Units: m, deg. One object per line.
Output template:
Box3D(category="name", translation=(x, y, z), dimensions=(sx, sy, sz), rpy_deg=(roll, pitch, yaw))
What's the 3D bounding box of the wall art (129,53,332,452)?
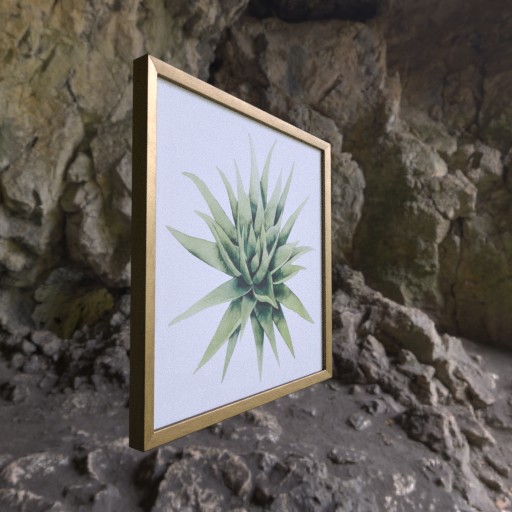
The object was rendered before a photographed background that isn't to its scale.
Box3D(category="wall art", translation=(0.000, 0.000, 0.770), dimensions=(0.030, 0.506, 0.503), rpy_deg=(-2, -3, 37))
